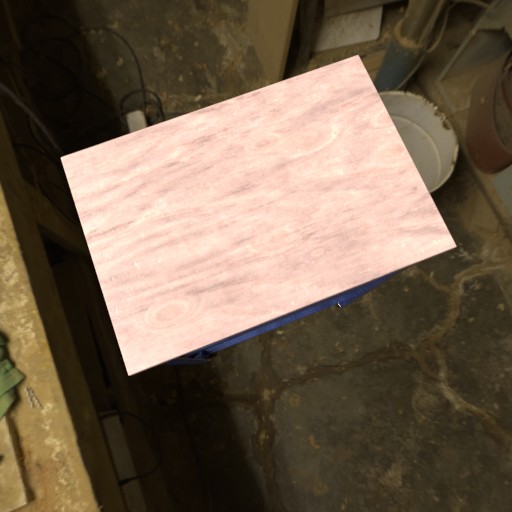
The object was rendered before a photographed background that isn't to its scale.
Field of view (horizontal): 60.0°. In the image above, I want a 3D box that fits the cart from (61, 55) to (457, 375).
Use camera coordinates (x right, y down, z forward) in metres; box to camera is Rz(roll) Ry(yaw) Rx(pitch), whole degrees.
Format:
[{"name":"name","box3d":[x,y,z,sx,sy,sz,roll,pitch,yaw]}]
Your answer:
[{"name":"cart","box3d":[0.000,0.000,1.168,0.584,0.839,0.403,-21,77,-5]}]
